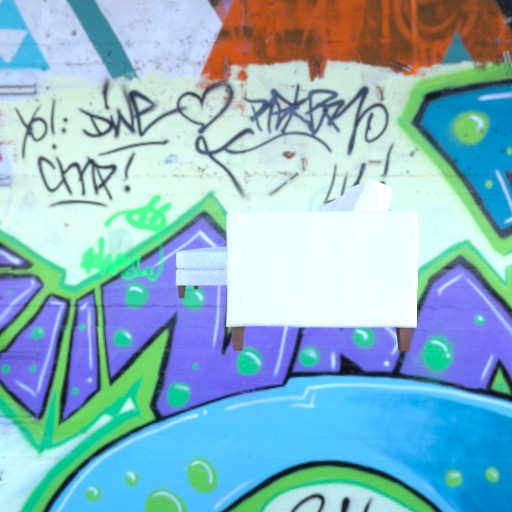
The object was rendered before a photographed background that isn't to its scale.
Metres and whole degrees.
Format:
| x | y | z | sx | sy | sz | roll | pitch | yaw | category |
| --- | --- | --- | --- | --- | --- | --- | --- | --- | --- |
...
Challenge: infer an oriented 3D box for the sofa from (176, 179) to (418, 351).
| x | y | z | sx | sy | sz | roll | pitch | yaw | category |
| --- | --- | --- | --- | --- | --- | --- | --- | --- | --- |
| 0.000 | 0.000 | 3.727 | 1.625 | 0.861 | 3.186 | 0 | 1 | 1 | sofa |
